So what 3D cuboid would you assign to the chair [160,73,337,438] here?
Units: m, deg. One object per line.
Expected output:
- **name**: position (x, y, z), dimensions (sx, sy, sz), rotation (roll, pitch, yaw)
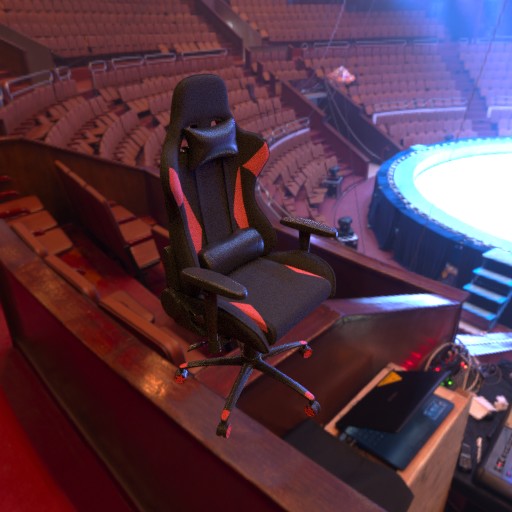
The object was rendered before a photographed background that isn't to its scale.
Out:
- **chair**: position (0.000, 0.000, 1.768), dimensions (0.658, 1.326, 0.695), rotation (18, 32, 33)
